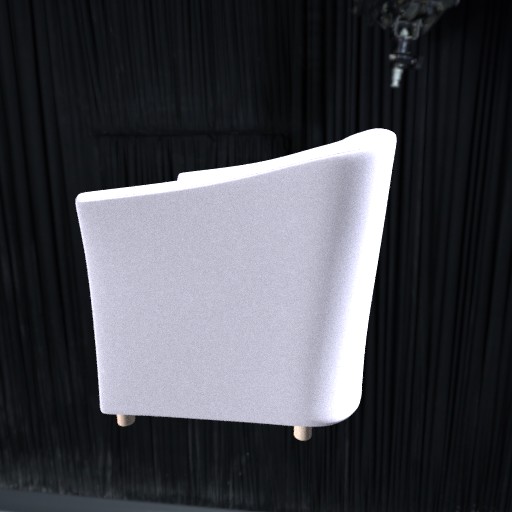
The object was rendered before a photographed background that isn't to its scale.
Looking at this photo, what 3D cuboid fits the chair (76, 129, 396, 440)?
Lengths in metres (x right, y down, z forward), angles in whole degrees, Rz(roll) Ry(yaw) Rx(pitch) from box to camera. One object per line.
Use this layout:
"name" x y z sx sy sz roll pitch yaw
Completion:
"chair" 0.000 0.000 1.327 0.700 0.720 0.790 2 14 7
